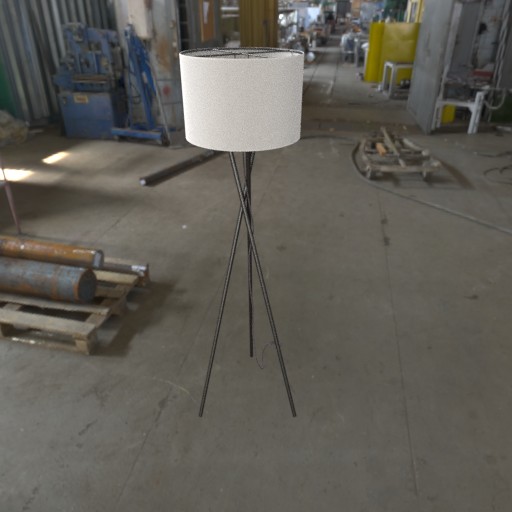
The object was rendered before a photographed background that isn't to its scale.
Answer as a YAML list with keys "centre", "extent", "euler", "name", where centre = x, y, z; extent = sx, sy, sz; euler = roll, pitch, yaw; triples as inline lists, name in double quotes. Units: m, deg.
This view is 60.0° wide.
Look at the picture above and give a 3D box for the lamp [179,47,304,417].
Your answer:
- centre: [0.000, 0.000, 1.938]
  extent: [0.667, 1.624, 0.522]
  euler: [-19, 34, -30]
  name: "lamp"
